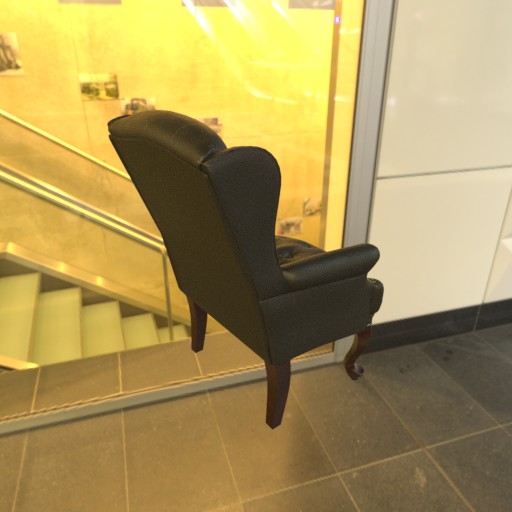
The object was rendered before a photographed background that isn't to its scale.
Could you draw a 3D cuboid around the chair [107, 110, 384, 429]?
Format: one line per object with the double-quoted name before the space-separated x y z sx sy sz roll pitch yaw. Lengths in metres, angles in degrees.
"chair" 0.000 0.000 1.731 0.822 1.133 0.831 -18 31 -33
